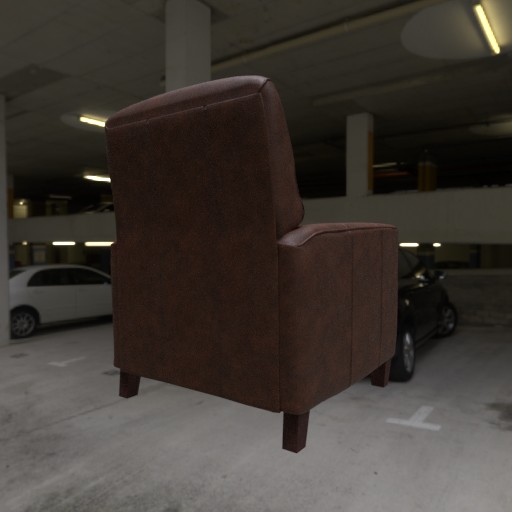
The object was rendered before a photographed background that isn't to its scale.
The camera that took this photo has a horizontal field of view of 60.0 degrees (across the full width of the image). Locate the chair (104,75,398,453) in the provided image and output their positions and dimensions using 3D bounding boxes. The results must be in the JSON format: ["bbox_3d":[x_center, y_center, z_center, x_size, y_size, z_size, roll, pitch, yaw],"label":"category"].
[{"bbox_3d":[0.000,0.000,1.634,0.839,1.010,0.850,1,2,36],"label":"chair"}]
